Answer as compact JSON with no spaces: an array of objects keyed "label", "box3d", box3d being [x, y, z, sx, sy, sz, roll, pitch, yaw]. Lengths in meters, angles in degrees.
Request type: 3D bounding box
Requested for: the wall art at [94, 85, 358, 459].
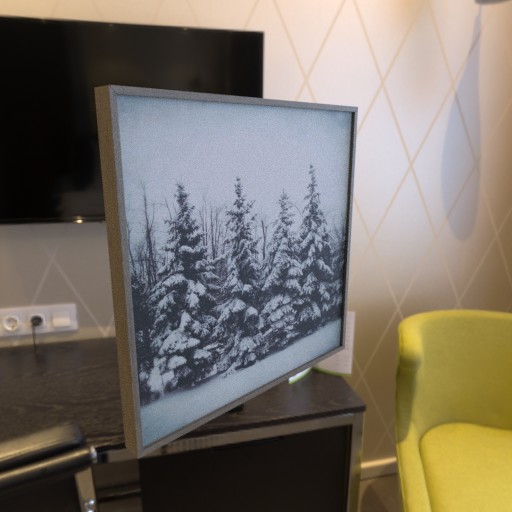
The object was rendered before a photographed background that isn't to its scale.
[{"label":"wall art","box3d":[0.000,0.000,0.758,0.507,0.507,0.037,-14,20,-42]}]
